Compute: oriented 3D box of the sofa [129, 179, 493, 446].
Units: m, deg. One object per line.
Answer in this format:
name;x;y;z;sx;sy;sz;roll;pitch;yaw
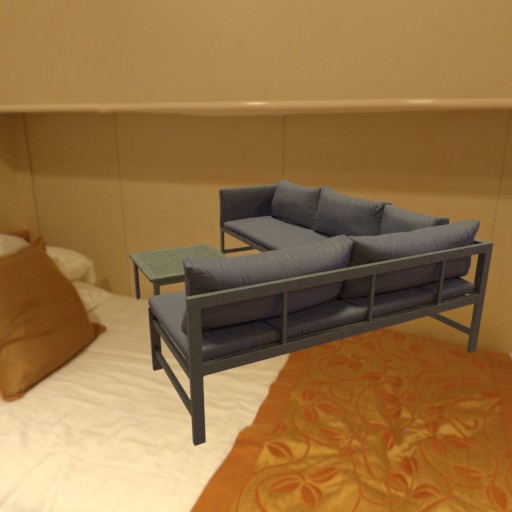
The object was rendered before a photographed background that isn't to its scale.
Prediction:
sofa;0.000;0.000;2.916;1.658;0.762;2.149;-9;19;-26
